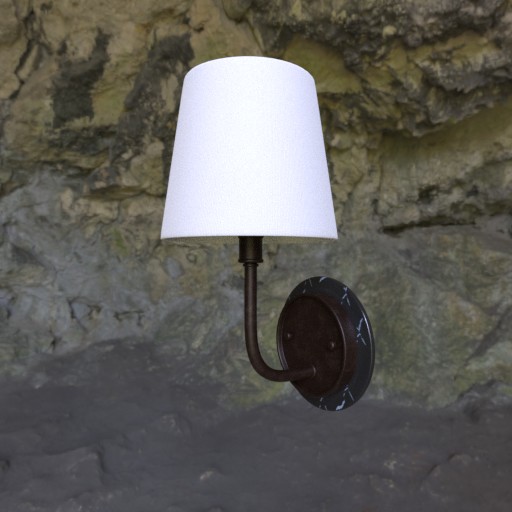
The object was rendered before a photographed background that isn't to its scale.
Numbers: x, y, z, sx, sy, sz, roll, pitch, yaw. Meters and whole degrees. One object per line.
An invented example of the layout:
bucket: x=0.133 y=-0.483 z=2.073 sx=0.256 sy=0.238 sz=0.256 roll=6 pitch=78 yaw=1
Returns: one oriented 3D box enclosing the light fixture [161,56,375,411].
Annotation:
light fixture: x=0.000 y=0.000 z=0.441 sx=0.188 sy=0.337 sz=0.168 roll=0 pitch=-1 yaw=-36
